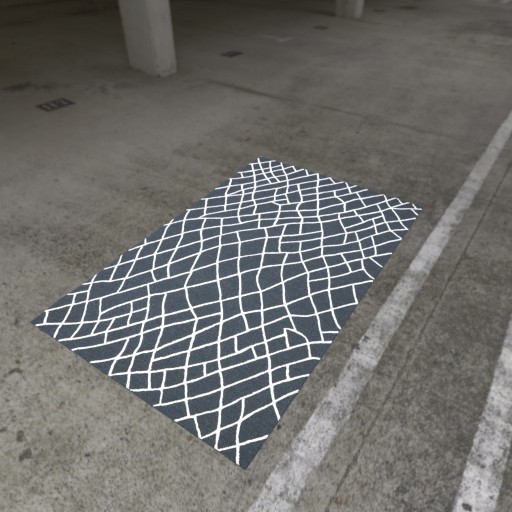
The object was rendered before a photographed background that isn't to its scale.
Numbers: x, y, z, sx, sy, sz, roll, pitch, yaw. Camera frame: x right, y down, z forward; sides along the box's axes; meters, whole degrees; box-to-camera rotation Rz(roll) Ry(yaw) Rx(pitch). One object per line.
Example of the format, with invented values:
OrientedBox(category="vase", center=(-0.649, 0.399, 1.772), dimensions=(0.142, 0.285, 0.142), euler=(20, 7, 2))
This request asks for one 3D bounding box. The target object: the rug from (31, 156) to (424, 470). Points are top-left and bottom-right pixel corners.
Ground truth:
OrientedBox(category="rug", center=(0.000, 0.000, 3.025), dimensions=(1.529, 0.017, 2.448), euler=(23, 46, 25))
